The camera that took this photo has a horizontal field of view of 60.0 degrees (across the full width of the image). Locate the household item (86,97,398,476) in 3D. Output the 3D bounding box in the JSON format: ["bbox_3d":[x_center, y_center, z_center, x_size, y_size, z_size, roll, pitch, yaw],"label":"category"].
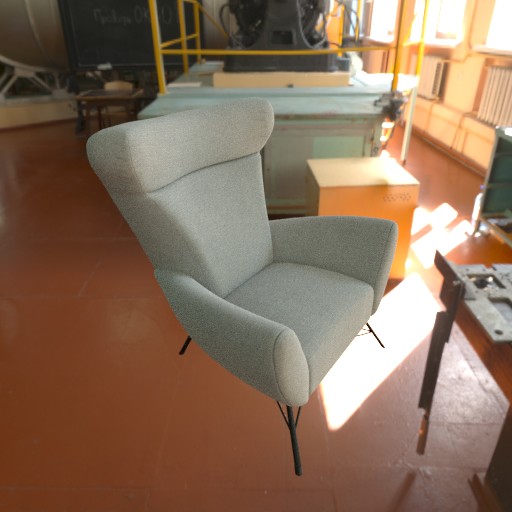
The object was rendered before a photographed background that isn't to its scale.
[{"bbox_3d":[0.000,0.000,1.739,0.900,1.050,0.980,18,33,30],"label":"household item"}]
